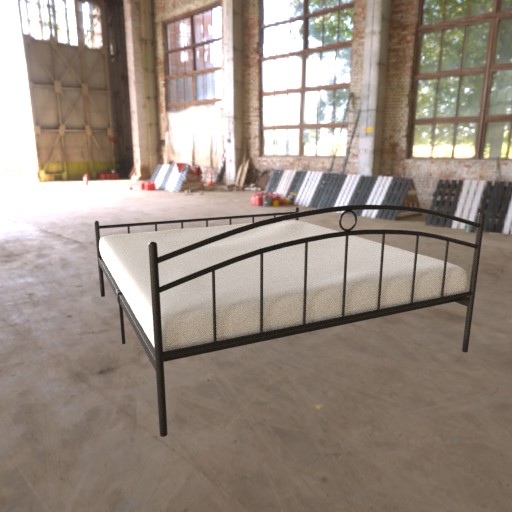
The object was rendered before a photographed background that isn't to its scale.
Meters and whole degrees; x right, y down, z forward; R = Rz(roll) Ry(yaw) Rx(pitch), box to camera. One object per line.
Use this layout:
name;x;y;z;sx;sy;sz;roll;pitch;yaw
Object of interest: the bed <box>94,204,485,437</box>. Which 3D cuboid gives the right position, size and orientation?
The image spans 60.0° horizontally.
bed;0.000;0.000;3.066;1.880;0.940;2.040;-7;15;-25
